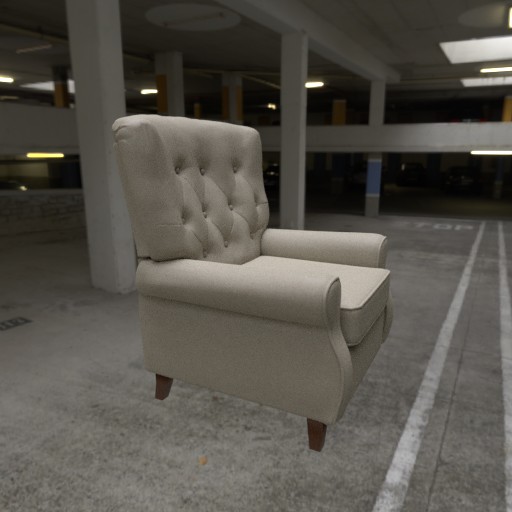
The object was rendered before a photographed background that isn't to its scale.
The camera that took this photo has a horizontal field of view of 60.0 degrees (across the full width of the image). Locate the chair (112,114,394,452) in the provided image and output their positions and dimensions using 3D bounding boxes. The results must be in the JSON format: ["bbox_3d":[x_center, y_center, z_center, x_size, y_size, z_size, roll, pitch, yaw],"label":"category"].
[{"bbox_3d":[0.000,0.000,1.891,1.059,1.158,0.943,7,16,27],"label":"chair"}]
